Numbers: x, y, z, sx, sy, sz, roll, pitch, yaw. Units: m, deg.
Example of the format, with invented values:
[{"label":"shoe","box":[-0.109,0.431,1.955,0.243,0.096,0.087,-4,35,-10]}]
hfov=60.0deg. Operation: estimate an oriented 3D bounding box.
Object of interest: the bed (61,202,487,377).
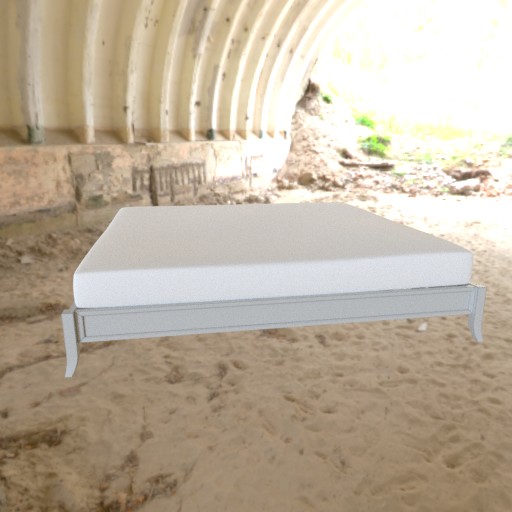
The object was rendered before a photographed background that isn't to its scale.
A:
[{"label":"bed","box":[0.000,0.000,3.069,2.108,0.510,2.007,-3,15,-10]}]
